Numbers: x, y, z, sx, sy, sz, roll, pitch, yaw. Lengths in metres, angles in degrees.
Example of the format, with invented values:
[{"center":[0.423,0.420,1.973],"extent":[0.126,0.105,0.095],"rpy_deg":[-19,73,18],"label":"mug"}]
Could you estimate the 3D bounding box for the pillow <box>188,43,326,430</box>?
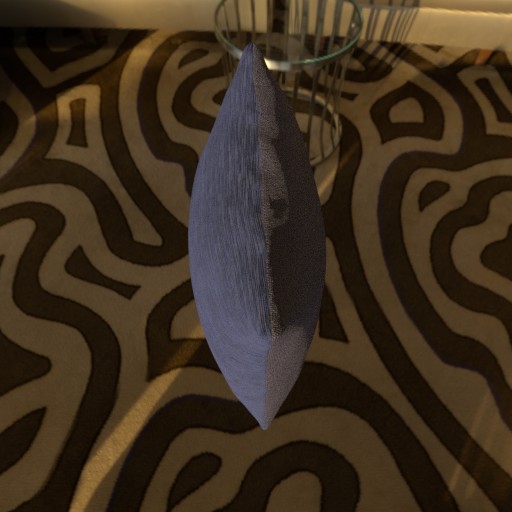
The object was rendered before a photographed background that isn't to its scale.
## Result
[{"center":[0.000,0.000,0.704],"extent":[0.204,0.439,0.452],"rpy_deg":[-2,59,-1],"label":"pillow"}]
